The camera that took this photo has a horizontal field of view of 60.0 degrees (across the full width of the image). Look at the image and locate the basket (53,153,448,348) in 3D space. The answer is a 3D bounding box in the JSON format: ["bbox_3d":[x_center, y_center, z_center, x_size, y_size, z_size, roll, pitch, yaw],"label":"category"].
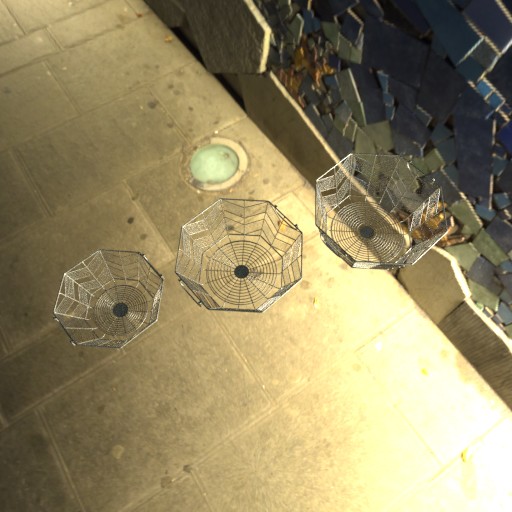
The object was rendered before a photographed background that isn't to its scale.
[{"bbox_3d":[0.000,0.000,1.401,1.246,0.178,0.432,-17,65,-8],"label":"basket"}]
